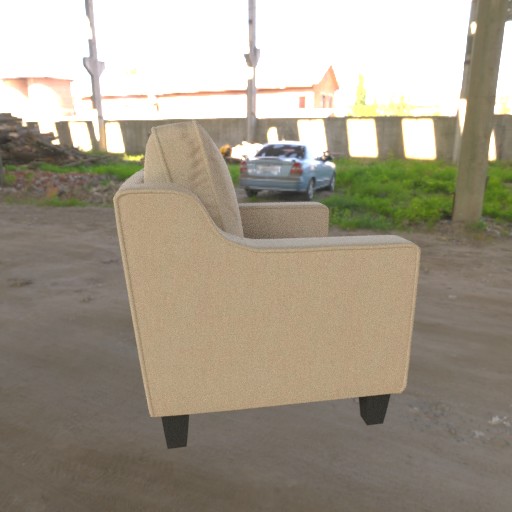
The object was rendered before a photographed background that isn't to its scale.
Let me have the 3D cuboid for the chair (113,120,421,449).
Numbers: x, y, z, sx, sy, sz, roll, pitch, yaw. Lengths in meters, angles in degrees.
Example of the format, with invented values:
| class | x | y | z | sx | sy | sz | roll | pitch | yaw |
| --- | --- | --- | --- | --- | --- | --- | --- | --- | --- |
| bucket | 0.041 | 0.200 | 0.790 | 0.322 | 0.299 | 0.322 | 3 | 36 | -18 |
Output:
| class | x | y | z | sx | sy | sz | roll | pitch | yaw |
| --- | --- | --- | --- | --- | --- | --- | --- | --- | --- |
| chair | 0.000 | 0.000 | 1.661 | 0.882 | 0.948 | 0.922 | -3 | 15 | -10 |
